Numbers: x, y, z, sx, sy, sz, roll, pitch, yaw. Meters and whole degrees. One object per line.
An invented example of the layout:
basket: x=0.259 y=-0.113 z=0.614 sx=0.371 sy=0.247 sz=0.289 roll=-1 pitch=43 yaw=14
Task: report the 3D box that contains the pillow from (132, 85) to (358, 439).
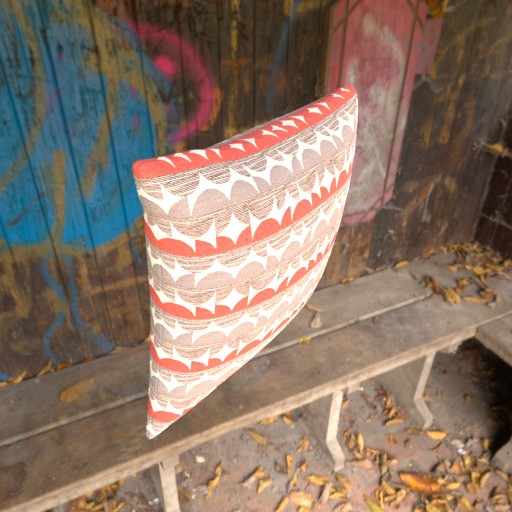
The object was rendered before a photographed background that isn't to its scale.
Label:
pillow: x=0.000 y=0.000 z=0.633 sx=0.180 sy=0.410 sz=0.420 roll=21 pitch=38 yaw=30
